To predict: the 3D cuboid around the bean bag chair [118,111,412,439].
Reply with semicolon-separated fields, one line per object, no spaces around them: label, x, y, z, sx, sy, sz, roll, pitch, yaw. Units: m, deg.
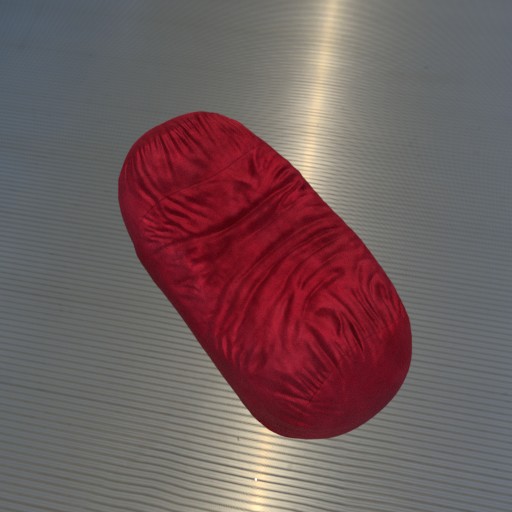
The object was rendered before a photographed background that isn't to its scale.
bean bag chair;0.000;0.000;2.793;1.216;0.867;2.293;-33;68;-15
